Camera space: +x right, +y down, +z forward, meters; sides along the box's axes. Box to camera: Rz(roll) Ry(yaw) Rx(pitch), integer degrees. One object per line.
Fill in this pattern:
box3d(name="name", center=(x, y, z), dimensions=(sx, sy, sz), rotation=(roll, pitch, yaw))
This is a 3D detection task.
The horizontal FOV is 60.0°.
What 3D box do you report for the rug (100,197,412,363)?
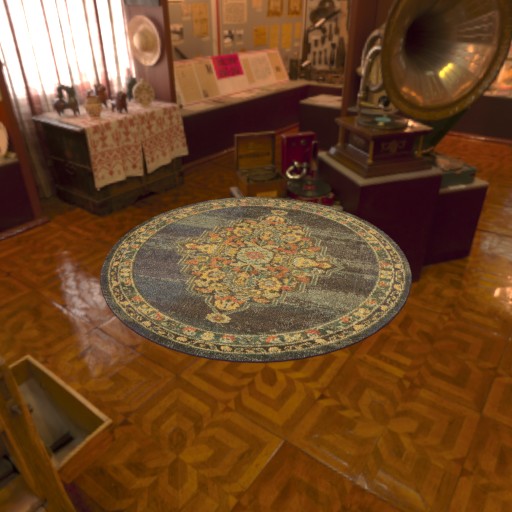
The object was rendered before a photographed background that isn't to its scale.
box3d(name="rug", center=(0.000, 0.000, 2.363), dimensions=(1.591, 0.010, 1.591), rotation=(0, 30, 0))
